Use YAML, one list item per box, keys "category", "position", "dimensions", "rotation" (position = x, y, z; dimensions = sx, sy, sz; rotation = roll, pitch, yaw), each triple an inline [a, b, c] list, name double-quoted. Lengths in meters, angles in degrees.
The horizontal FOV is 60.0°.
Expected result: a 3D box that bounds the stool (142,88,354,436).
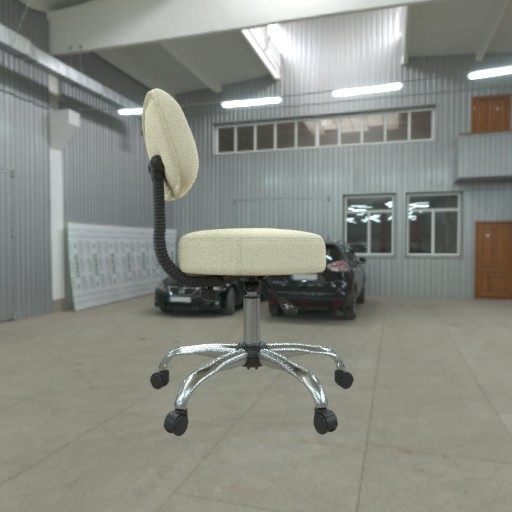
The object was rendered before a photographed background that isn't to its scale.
- category: "stool"
  position: [0.000, 0.000, 1.259]
  dimensions: [0.616, 0.810, 0.609]
  rotation: [0, 2, -18]
